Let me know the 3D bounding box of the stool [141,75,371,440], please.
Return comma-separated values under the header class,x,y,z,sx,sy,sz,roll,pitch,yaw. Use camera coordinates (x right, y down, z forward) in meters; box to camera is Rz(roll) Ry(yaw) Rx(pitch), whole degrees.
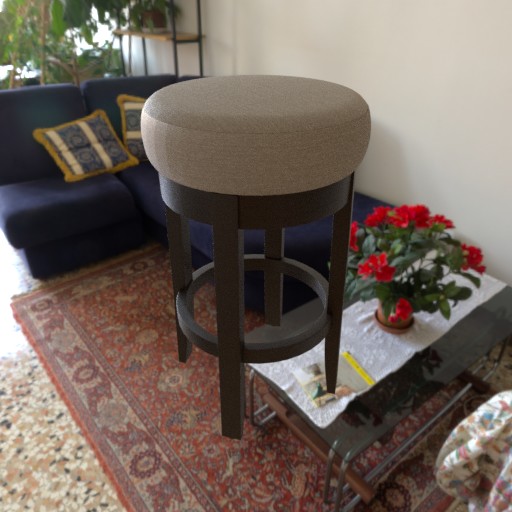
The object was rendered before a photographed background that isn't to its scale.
class,x,y,z,sx,sy,sz,roll,pitch,yaw
stool,0.000,0.000,1.034,0.443,0.757,0.443,0,32,0
